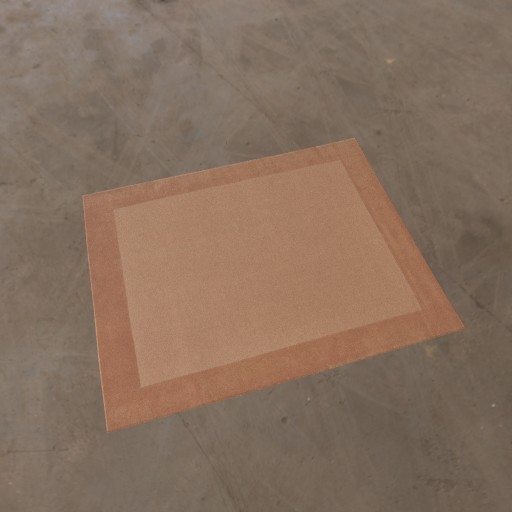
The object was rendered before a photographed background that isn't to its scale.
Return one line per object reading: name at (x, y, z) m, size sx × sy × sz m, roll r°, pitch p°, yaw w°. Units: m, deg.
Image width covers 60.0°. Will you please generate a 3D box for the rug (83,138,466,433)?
rug at (0.000, 0.000, 4.200) m, size 3.057 × 0.021 × 2.431 m, roll -14°, pitch 59°, yaw -9°
